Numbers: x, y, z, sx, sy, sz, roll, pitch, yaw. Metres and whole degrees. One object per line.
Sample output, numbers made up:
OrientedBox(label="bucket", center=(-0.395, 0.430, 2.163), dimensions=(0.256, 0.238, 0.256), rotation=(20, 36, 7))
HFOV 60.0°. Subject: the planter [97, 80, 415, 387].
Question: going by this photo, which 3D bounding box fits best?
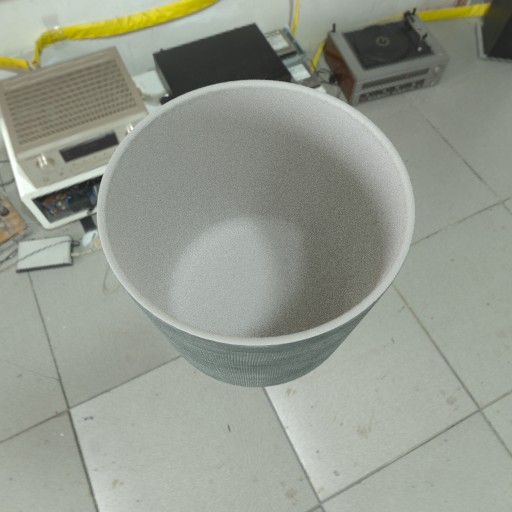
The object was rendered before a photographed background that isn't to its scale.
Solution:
OrientedBox(label="planter", center=(0.000, 0.000, 0.795), dimensions=(0.440, 0.398, 0.440), rotation=(0, 63, 0))
